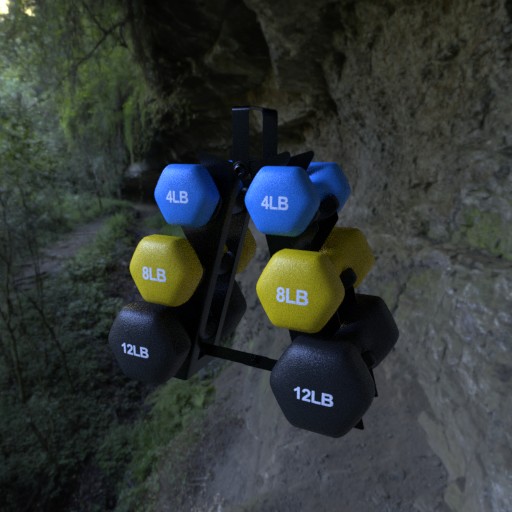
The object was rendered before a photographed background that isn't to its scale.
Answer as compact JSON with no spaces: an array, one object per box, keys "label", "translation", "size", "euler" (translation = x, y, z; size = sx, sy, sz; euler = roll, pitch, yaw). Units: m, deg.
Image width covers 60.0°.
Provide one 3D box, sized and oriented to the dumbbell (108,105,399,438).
[{"label":"dumbbell","translation":[0.000,0.000,0.670],"size":[0.409,0.426,0.255],"euler":[7,16,26]}]
